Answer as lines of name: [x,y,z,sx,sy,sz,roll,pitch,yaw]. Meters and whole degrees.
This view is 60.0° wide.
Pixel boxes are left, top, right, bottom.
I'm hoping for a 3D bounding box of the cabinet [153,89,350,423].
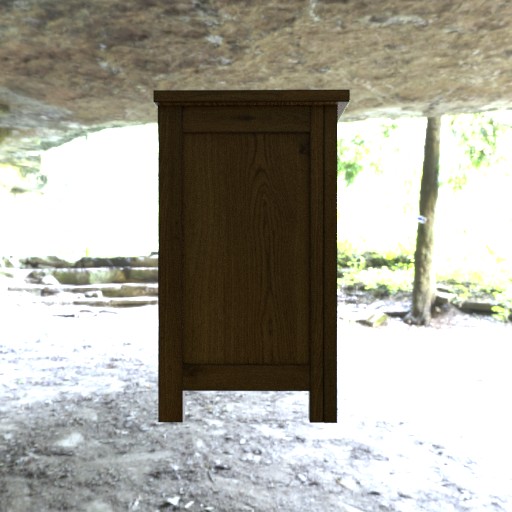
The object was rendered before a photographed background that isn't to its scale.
cabinet: [0.000,0.000,1.807,0.480,0.813,1.474,0,0,1]
